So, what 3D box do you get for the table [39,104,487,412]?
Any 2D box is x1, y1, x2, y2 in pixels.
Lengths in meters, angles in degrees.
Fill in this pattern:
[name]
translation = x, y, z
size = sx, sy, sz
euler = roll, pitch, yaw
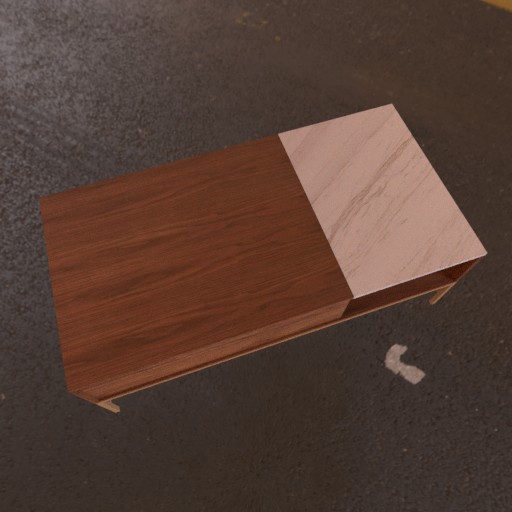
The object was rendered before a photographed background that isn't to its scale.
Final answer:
[table]
translation = 0.000, 0.000, 1.953
size = 1.553, 0.551, 0.789
euler = -17, 65, -8
